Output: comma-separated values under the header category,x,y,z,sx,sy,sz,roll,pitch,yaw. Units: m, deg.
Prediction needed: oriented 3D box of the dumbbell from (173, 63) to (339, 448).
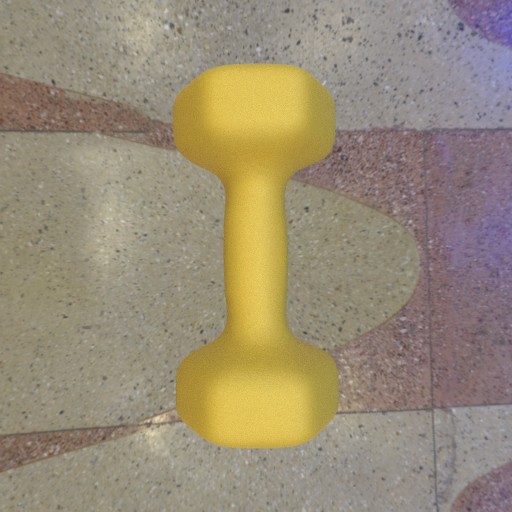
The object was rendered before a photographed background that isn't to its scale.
category,x,y,z,sx,sy,sz,roll,pitch,yaw
dumbbell,0.000,0.000,0.242,0.090,0.082,0.190,0,90,-1
